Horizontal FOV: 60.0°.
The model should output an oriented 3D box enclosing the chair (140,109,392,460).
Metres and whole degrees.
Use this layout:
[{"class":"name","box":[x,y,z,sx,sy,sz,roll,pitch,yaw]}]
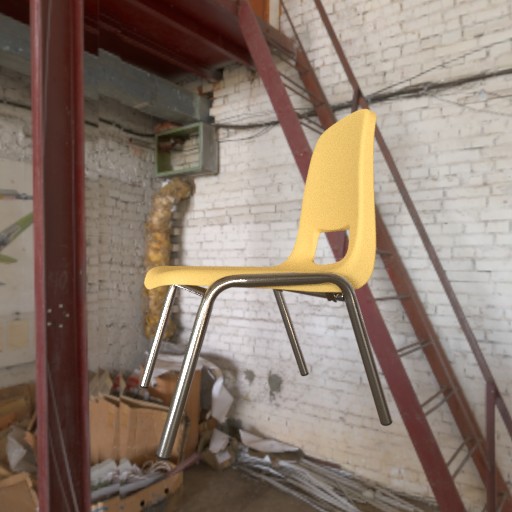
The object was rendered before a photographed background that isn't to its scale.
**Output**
[{"class":"chair","box":[0.000,0.000,0.799,0.385,0.536,0.354,0,0,-18]}]
